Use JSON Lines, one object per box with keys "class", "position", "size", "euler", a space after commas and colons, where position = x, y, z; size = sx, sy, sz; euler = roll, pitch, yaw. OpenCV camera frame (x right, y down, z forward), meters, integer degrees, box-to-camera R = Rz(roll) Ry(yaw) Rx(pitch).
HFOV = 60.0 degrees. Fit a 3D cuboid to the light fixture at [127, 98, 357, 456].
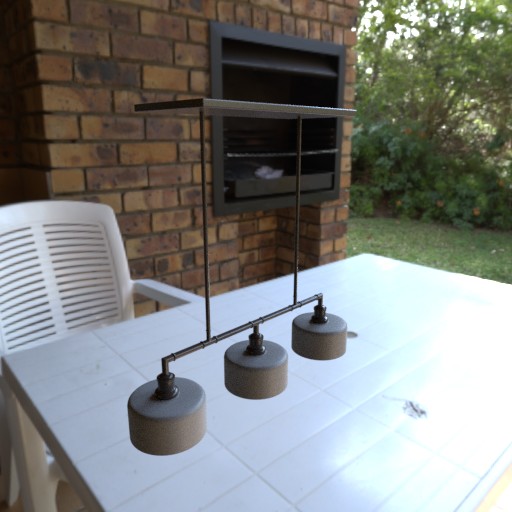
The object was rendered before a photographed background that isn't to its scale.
{"class": "light fixture", "position": [0.000, 0.000, 0.876], "size": [0.177, 0.557, 0.582], "euler": [14, 20, 42]}
